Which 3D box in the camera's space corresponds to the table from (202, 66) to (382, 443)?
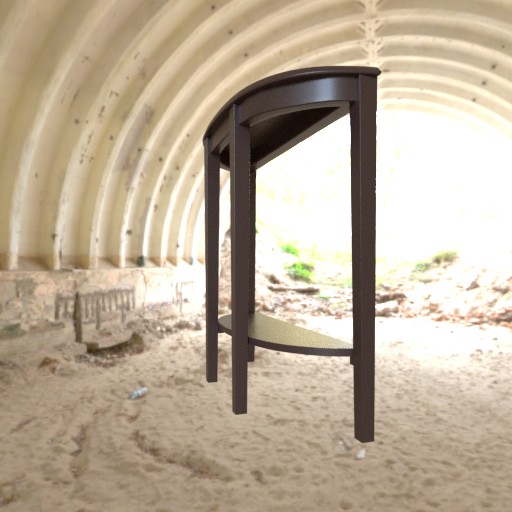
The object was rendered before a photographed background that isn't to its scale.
[{"bbox_3d":[0.000,0.000,1.353,0.274,0.831,0.909,0,-1,-19],"label":"table"}]
